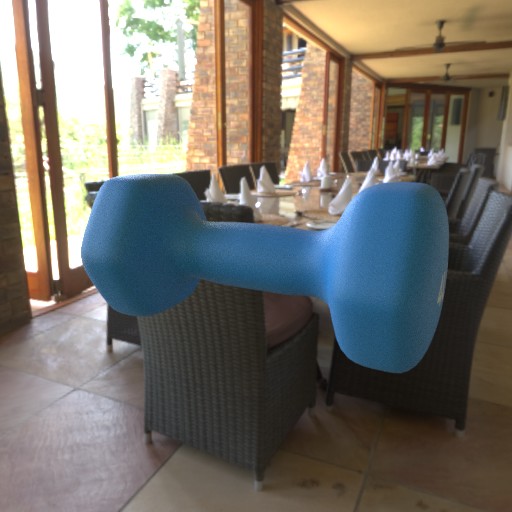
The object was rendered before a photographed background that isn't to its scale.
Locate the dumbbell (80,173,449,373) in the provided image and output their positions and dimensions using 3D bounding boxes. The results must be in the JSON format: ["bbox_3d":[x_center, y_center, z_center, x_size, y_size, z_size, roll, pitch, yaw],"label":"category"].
[{"bbox_3d":[0.000,0.000,0.192,0.152,0.066,0.074,7,16,27],"label":"dumbbell"}]
